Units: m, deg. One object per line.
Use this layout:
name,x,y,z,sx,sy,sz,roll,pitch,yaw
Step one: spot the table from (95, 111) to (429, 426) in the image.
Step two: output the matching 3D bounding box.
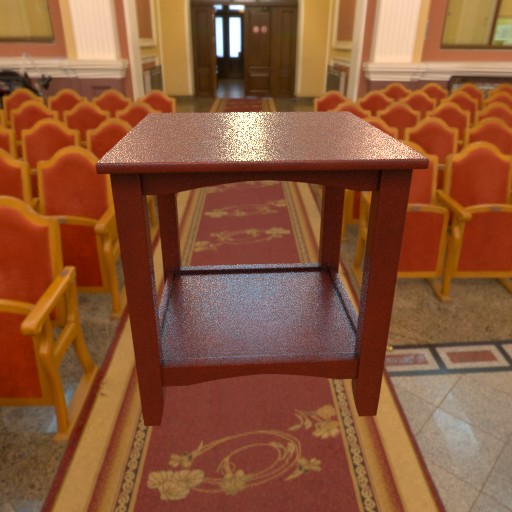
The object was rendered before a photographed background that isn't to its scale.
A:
table,0.000,0.000,1.008,0.523,0.558,0.522,0,26,-1
